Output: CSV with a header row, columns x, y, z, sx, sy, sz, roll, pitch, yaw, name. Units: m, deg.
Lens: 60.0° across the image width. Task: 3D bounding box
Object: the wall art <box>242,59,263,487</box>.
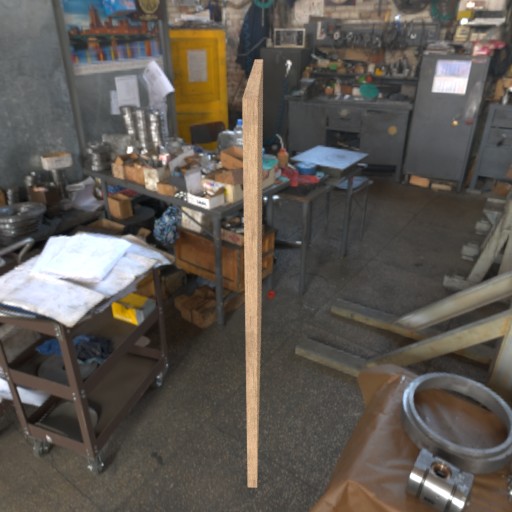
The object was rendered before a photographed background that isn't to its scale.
x,y,z,sx,sy,sz,roll,pitch,yaw,name
0.000,0.000,0.893,0.018,0.686,0.534,1,28,1,wall art
